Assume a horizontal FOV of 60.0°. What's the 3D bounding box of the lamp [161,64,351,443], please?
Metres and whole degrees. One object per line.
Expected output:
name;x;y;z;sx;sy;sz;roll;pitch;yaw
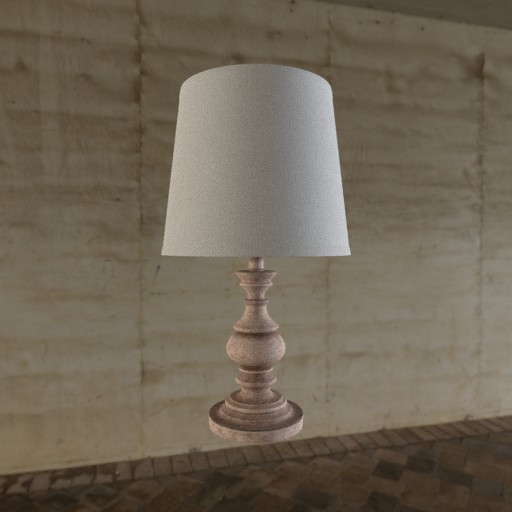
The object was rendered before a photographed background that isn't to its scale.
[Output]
lamp;0.000;0.000;0.653;0.273;0.497;0.273;0;1;0
